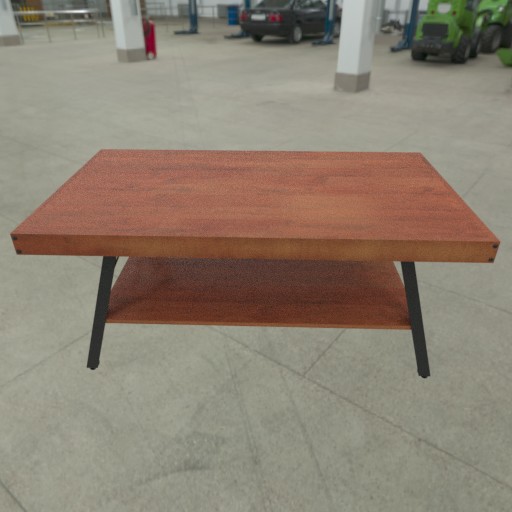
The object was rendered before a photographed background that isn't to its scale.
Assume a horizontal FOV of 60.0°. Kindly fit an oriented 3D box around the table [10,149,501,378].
[{"bbox_3d":[0.000,0.000,1.340,1.067,0.457,0.610,1,31,2],"label":"table"}]
